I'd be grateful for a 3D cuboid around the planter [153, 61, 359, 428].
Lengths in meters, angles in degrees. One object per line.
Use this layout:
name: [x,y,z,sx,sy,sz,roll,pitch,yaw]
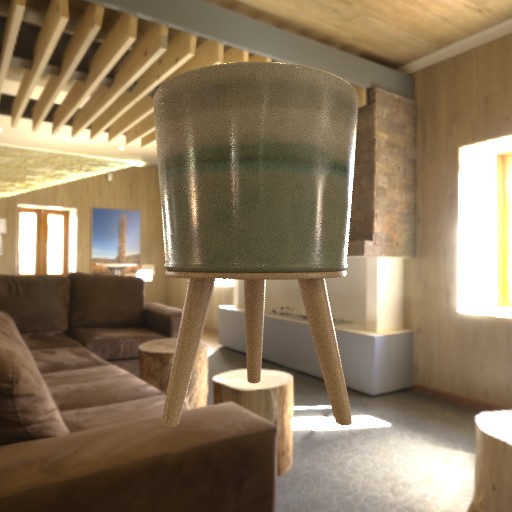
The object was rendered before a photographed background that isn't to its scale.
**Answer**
planter: [0.000,0.000,0.587,0.265,0.404,0.265,0,0,-19]
